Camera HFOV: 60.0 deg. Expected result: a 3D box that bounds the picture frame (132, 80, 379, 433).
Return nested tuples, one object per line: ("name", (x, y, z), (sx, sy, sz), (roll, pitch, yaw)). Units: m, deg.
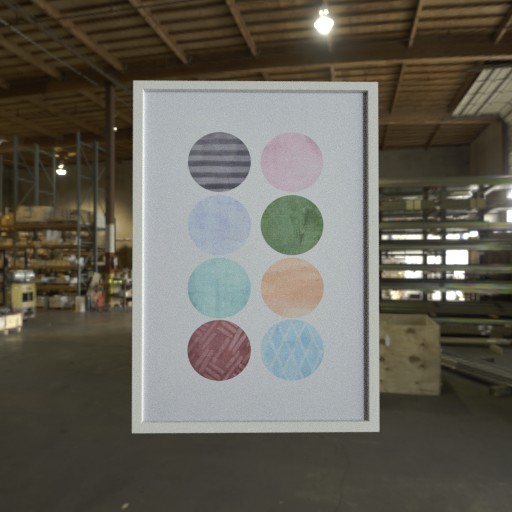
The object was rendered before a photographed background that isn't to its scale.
("picture frame", (0.000, 0.000, 0.554), (0.305, 0.434, 0.013), (0, -1, -1))
